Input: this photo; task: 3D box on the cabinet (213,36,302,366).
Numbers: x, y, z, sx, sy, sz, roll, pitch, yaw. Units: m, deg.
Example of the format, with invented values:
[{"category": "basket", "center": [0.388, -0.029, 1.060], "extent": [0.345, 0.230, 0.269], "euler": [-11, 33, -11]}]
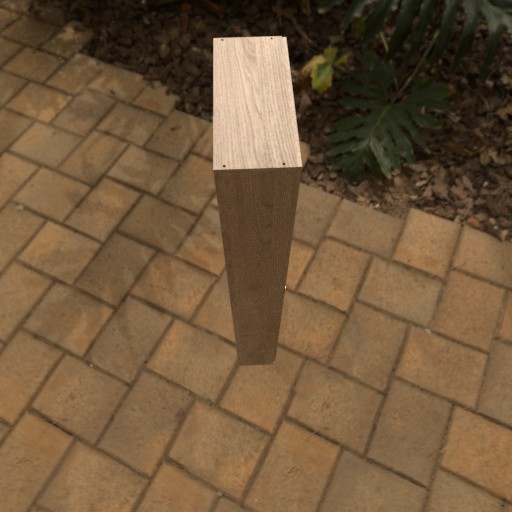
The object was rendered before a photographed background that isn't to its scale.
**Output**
[{"category": "cabinet", "center": [0.000, 0.000, 1.981], "extent": [0.230, 1.790, 0.500], "euler": [-2, 61, -1]}]
